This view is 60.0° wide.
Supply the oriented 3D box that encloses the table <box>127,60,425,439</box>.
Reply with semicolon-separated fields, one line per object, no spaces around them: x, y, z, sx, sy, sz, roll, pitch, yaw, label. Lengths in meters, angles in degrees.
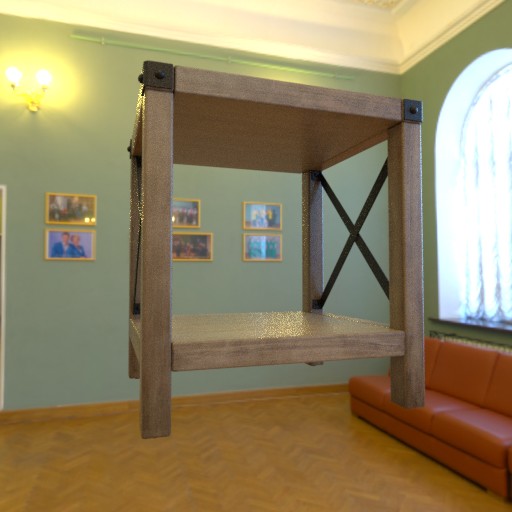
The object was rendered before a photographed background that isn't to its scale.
0.000;0.000;0.930;0.510;0.561;0.459;1;-2;-18;table
